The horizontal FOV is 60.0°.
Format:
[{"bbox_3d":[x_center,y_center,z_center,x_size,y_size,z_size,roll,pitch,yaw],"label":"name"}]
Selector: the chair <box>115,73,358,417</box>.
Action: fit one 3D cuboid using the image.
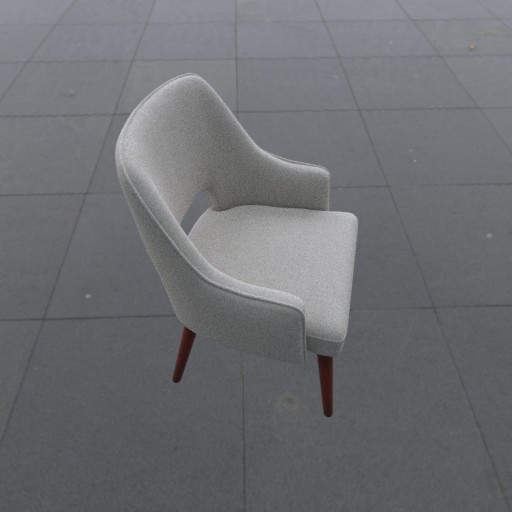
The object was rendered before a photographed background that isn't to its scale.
[{"bbox_3d":[0.000,0.000,1.243,0.580,0.840,0.560,9,47,9],"label":"chair"}]
